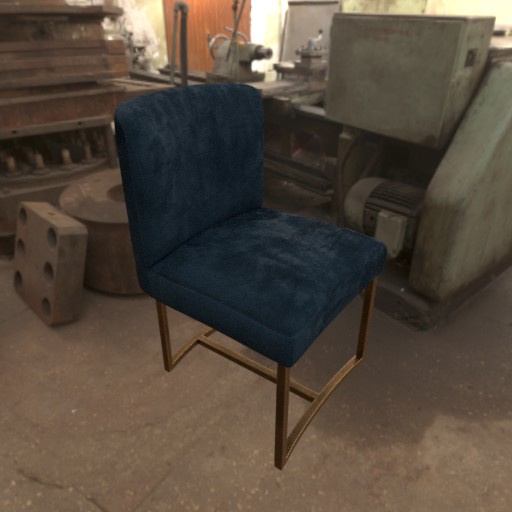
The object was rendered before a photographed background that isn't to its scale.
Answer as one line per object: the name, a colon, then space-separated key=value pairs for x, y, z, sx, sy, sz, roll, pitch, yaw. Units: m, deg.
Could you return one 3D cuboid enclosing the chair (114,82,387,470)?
chair: x=0.000 y=0.000 z=1.202 sx=0.560 sy=0.824 sz=0.530 roll=19 pitch=34 yaw=31
